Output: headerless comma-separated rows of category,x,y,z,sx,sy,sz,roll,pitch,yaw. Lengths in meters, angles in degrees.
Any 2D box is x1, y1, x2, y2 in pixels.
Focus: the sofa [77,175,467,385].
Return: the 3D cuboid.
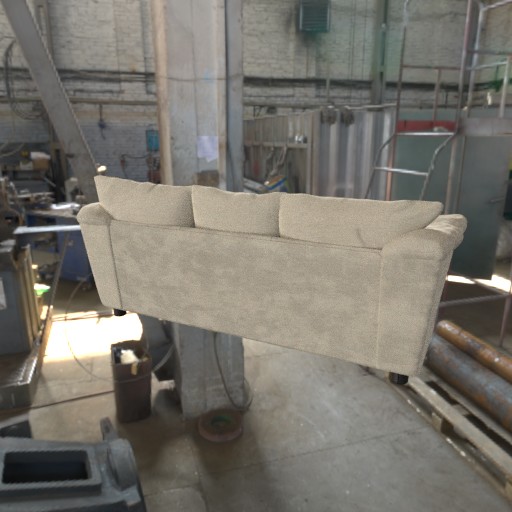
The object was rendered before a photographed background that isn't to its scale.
sofa,0.000,0.000,2.845,2.377,0.981,0.893,8,17,26
